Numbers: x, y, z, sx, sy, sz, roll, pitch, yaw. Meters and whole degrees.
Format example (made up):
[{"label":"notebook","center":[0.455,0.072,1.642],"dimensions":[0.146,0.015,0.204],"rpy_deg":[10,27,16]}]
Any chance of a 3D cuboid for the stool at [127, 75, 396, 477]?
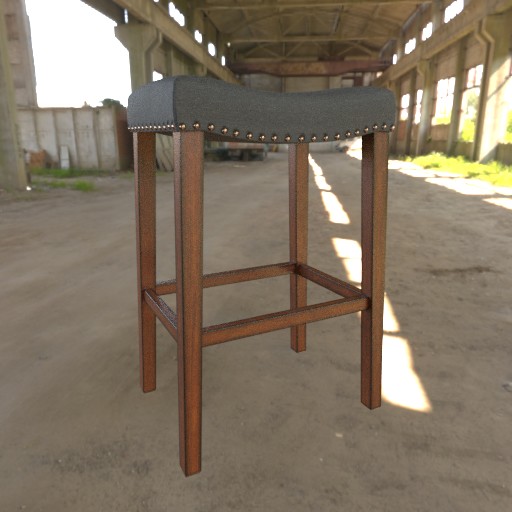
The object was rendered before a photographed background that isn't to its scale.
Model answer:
[{"label":"stool","center":[0.000,0.000,1.034],"dimensions":[0.502,0.748,0.366],"rpy_deg":[-8,17,-27]}]
